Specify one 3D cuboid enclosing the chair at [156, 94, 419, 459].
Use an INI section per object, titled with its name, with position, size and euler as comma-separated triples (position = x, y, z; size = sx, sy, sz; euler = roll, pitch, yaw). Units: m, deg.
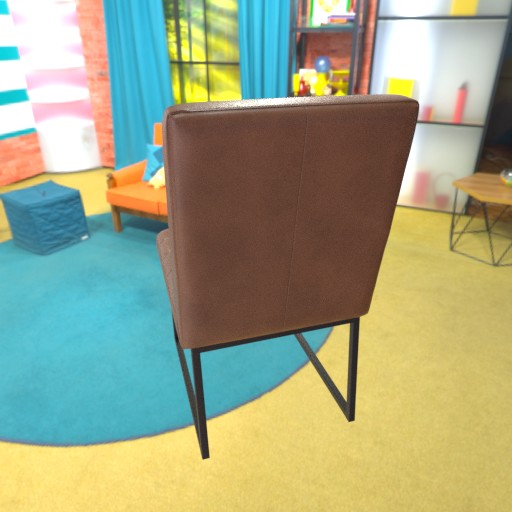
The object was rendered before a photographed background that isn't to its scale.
[chair]
position = 0.000, 0.000, 1.277
size = 0.520, 0.930, 0.634
euler = -8, 28, -15
